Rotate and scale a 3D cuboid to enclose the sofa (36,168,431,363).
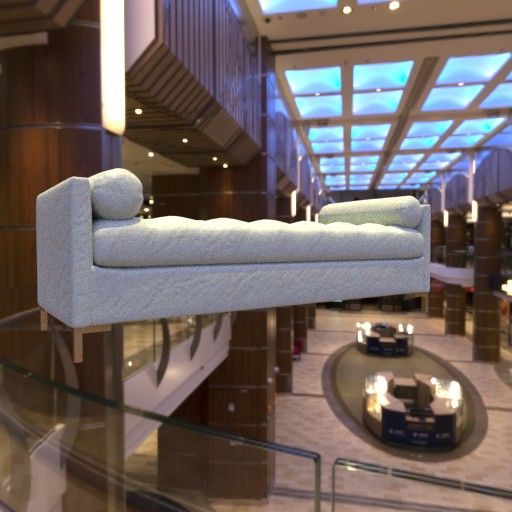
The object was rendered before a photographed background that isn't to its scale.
[{"bbox_3d":[0.000,0.000,2.436,2.102,0.705,0.796,-1,2,-34],"label":"sofa"}]
